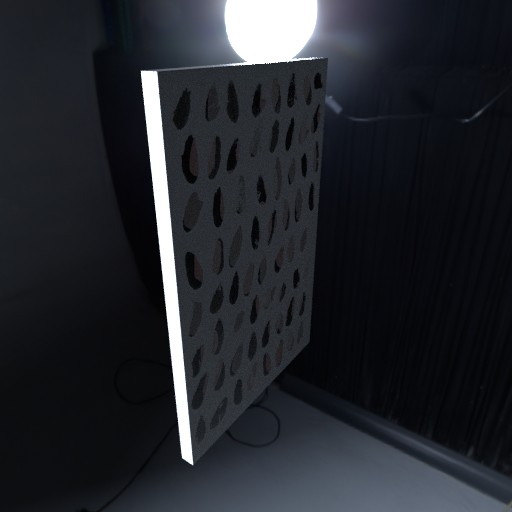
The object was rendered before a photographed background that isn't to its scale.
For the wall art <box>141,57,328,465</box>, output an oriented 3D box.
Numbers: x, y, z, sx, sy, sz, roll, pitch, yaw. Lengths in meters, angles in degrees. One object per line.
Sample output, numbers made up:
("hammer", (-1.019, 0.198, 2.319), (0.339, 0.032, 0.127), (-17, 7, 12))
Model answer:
("wall art", (0.000, 0.000, 0.760), (0.025, 0.608, 0.405), (17, 31, 31))
